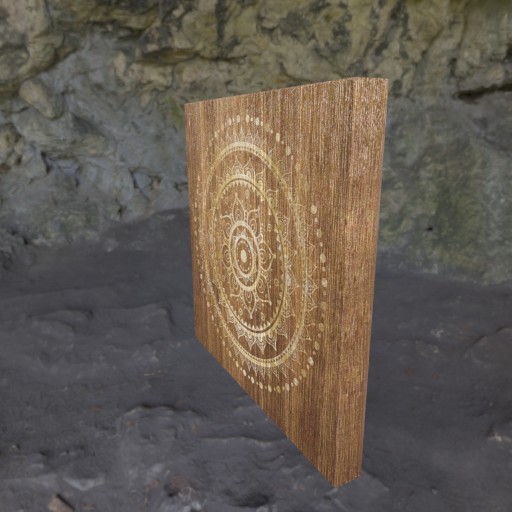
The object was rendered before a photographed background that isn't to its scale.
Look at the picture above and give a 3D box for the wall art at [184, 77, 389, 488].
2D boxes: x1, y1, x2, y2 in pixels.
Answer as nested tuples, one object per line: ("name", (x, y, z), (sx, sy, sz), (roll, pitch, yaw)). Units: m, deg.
("wall art", (0.000, 0.000, 0.589), (0.039, 0.403, 0.406), (-8, 18, -27))
